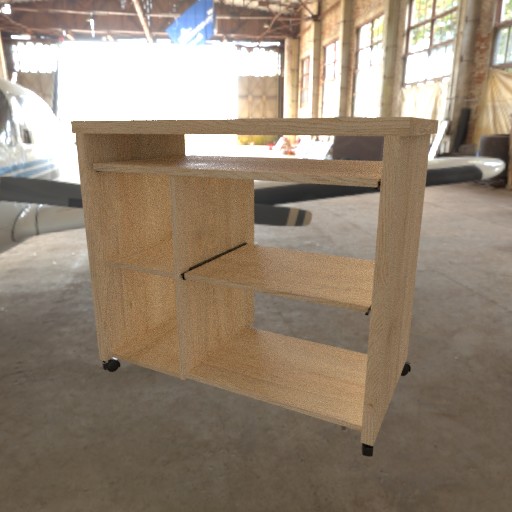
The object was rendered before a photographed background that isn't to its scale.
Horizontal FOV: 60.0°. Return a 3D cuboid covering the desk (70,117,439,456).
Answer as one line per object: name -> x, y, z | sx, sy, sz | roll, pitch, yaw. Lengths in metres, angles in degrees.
desk -> 0.000, 0.000, 1.315 | 0.885, 0.770, 0.480 | 8, 18, 26
